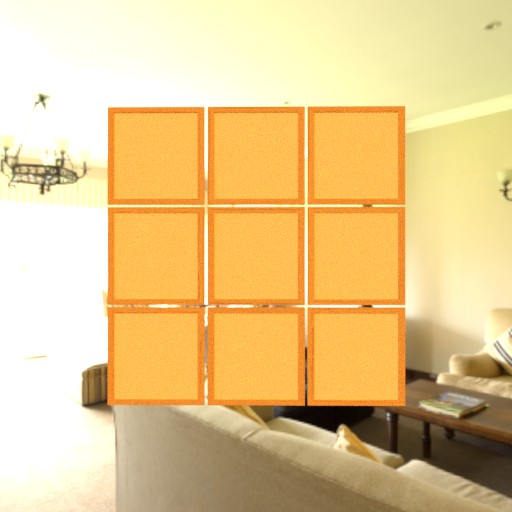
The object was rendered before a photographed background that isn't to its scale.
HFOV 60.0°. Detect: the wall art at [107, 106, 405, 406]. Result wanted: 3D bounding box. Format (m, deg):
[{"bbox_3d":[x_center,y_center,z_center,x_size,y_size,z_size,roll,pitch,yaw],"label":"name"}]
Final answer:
[{"bbox_3d":[0.000,0.000,2.264,1.517,1.523,0.013,0,0,0],"label":"wall art"}]
